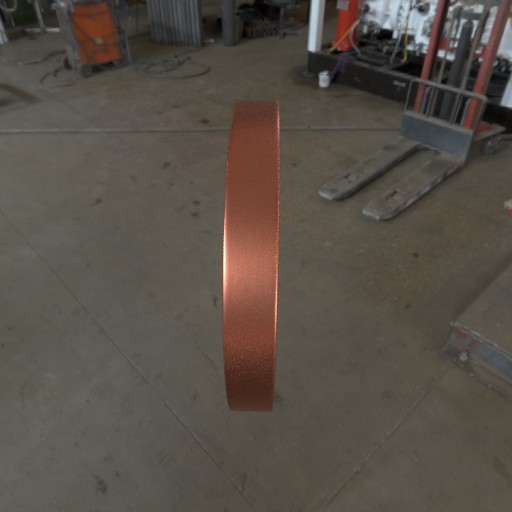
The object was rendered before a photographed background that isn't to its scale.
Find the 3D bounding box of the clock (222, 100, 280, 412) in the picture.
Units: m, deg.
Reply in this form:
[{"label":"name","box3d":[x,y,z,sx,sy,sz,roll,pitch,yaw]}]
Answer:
[{"label":"clock","box3d":[0.000,0.000,0.473,0.040,0.313,0.313,1,40,1]}]
